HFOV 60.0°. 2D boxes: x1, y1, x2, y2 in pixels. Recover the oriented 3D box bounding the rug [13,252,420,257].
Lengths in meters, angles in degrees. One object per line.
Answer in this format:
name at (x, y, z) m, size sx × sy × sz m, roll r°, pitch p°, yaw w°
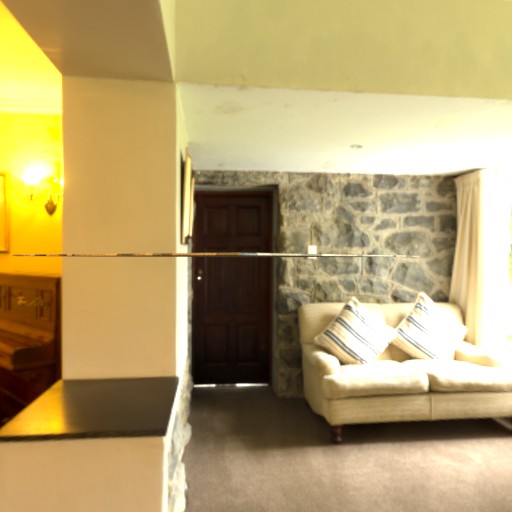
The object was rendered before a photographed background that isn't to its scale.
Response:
rug at (0.000, 0.000, 2.944) m, size 1.513 × 0.008 × 2.423 m, roll 0°, pitch 0°, yaw 34°
